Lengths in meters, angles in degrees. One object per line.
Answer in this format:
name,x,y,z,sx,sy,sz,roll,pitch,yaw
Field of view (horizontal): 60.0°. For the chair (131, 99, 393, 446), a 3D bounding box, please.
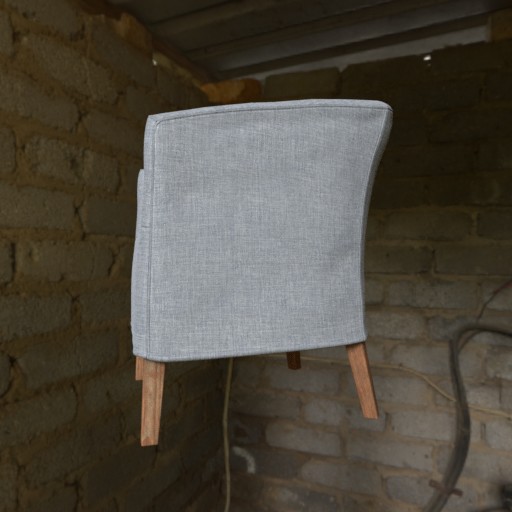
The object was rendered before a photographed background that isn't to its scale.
chair,0.000,0.000,1.241,0.668,0.771,0.600,0,-1,-16
